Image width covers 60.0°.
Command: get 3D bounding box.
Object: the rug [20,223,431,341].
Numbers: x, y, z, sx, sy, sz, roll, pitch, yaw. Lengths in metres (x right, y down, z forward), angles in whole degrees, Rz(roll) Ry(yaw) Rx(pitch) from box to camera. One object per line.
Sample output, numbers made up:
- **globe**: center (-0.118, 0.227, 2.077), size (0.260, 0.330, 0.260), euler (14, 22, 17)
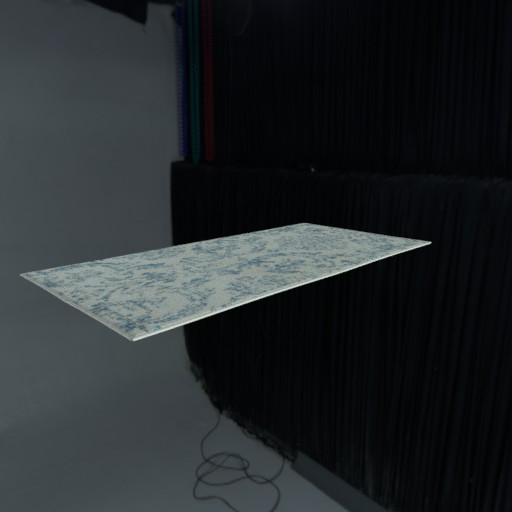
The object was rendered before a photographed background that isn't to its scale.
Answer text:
- **rug**: center (0.000, 0.000, 1.418), size (1.220, 0.007, 0.605), euler (-13, 19, -43)
